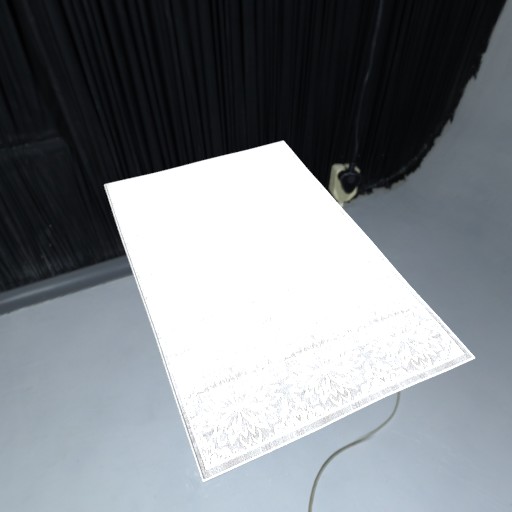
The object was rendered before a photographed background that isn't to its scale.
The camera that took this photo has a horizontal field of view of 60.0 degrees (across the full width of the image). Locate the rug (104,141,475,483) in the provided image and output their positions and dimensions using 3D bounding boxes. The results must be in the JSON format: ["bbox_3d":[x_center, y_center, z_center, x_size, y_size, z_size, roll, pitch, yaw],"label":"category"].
[{"bbox_3d":[0.000,0.000,3.410,1.819,0.018,2.746,-18,49,-16],"label":"rug"}]
